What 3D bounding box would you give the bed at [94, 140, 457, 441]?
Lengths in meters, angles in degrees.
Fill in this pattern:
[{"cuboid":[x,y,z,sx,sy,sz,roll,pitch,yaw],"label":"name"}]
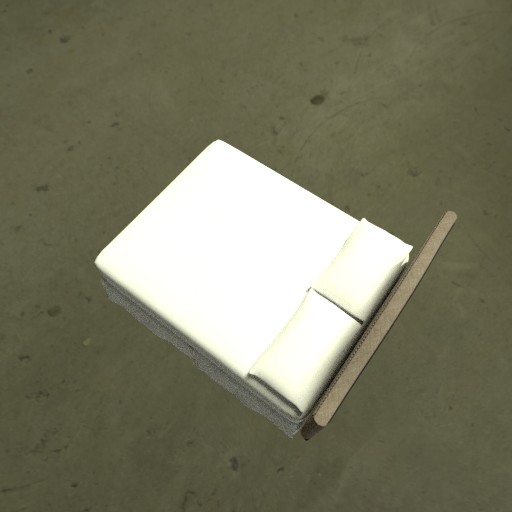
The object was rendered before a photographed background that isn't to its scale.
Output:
[{"cuboid":[0.000,0.000,3.407,2.153,1.518,1.713,34,68,16],"label":"bed"}]
